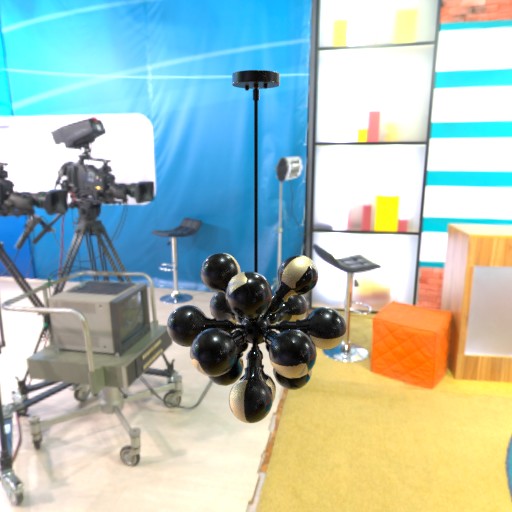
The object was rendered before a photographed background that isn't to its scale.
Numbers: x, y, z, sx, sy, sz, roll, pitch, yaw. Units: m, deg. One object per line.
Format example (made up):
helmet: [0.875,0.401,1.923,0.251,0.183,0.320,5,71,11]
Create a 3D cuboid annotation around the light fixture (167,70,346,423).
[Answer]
light fixture: [0.000,0.000,1.118,0.420,0.859,0.468,-7,15,-27]
